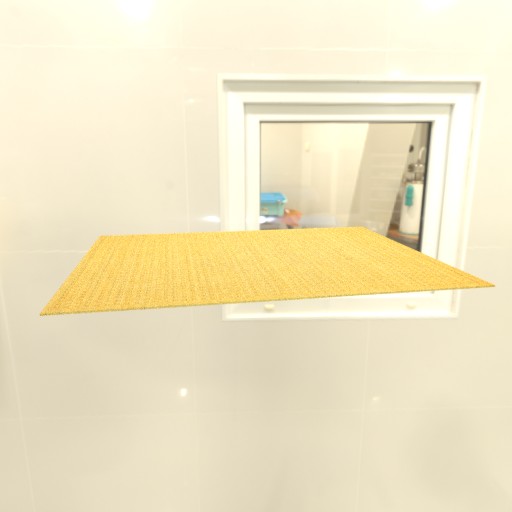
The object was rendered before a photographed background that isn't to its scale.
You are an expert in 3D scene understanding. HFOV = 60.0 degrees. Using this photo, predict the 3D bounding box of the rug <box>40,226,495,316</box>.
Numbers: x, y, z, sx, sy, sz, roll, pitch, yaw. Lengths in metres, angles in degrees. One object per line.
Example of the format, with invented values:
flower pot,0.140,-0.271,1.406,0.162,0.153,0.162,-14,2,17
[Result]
rug,0.000,0.000,4.272,3.242,0.015,2.486,-3,14,-10
